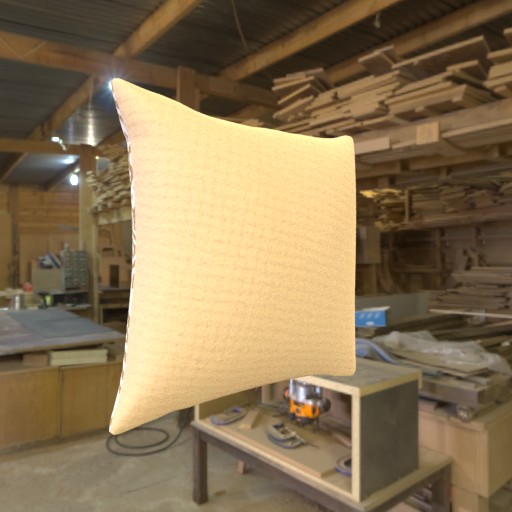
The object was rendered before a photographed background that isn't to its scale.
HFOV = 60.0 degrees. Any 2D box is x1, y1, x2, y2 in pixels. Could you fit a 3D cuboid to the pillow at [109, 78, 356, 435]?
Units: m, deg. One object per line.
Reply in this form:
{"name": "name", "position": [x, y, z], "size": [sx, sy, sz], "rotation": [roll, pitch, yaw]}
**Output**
{"name": "pillow", "position": [0.000, 0.000, 0.632], "size": [0.419, 0.407, 0.173], "rotation": [0, 0, -37]}
